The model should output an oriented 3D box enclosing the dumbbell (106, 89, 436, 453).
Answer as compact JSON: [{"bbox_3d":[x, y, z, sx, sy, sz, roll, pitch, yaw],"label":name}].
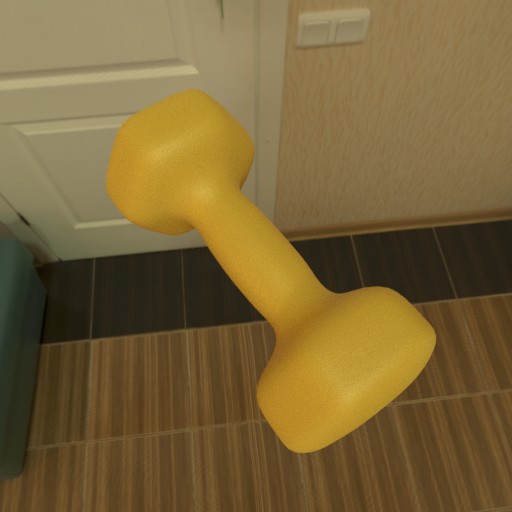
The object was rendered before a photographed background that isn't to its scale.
[{"bbox_3d":[0.000,0.000,0.233,0.090,0.082,0.190,-33,68,-15],"label":"dumbbell"}]
